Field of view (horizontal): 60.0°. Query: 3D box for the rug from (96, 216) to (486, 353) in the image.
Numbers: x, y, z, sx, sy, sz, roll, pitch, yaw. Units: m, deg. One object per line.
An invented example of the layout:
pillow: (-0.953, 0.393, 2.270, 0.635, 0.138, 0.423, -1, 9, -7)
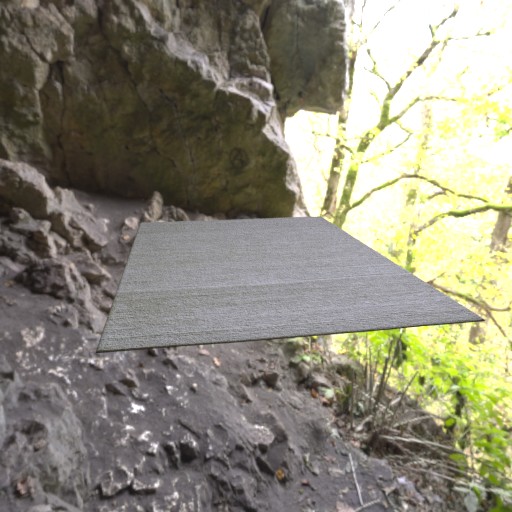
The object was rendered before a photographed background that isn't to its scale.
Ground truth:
rug: (0.000, 0.000, 2.840, 1.606, 0.017, 2.270, -3, 17, -10)
